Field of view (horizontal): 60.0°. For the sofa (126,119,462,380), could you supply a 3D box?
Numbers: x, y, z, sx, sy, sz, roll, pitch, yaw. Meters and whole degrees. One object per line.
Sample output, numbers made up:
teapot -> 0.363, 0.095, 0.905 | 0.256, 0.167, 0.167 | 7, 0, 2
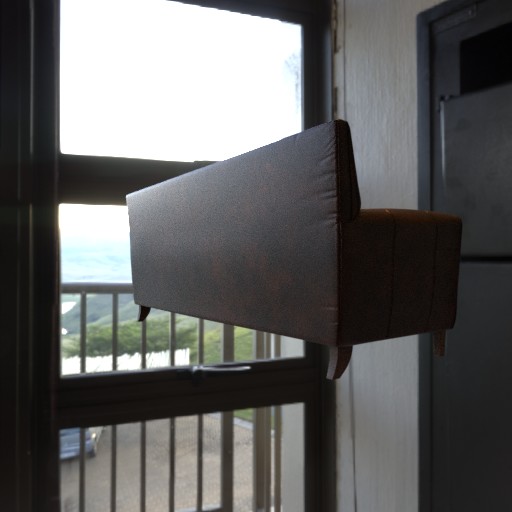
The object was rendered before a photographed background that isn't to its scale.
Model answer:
sofa -> 0.000, 0.000, 2.457 | 0.786, 0.871, 1.995 | 1, -1, -35
